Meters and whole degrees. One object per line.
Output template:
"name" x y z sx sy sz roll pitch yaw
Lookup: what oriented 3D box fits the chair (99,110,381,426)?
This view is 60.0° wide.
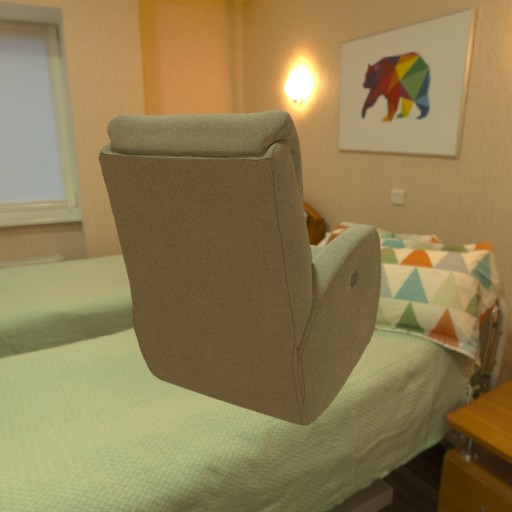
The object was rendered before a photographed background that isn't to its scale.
"chair" 0.000 0.000 1.694 0.794 1.021 0.940 8 18 27
